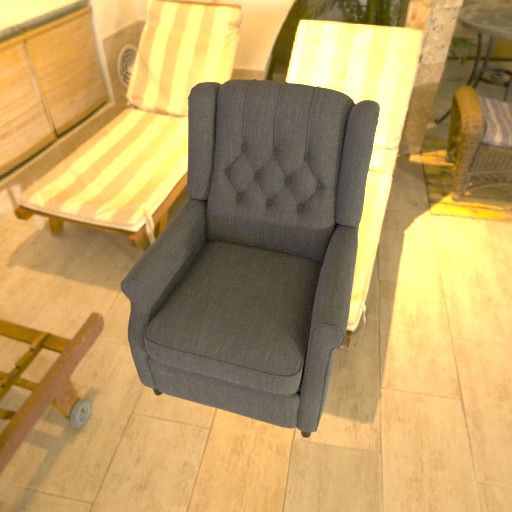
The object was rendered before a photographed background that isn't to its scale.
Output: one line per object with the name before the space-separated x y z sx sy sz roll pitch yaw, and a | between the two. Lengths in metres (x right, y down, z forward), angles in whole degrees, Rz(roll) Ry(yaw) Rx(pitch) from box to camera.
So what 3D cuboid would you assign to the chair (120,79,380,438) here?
chair | 0.000 0.000 1.640 0.742 1.035 0.898 11 43 12
